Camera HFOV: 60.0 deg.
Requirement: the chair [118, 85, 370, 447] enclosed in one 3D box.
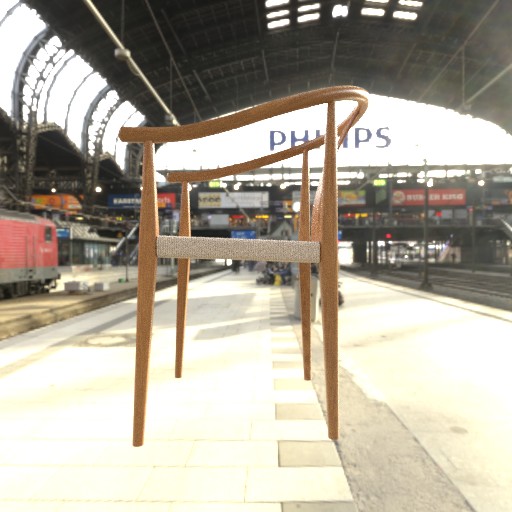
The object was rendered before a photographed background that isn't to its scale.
[{"bbox_3d":[0.000,0.000,1.193,0.579,0.800,0.556,0,0,-1],"label":"chair"}]
